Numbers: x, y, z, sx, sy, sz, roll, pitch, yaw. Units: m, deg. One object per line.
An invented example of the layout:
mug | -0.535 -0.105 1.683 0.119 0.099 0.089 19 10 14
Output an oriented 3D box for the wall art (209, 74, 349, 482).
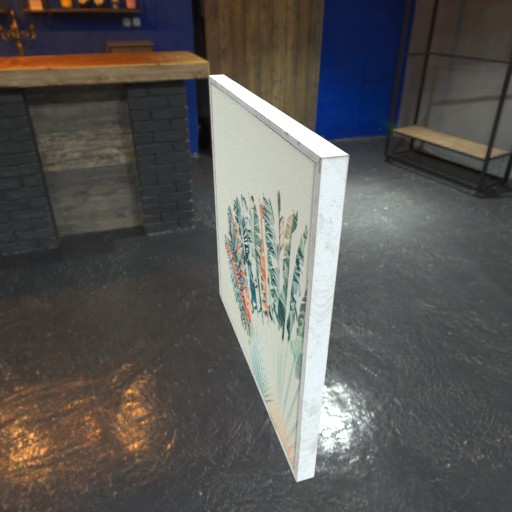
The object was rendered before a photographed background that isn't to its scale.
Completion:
wall art | 0.000 0.000 0.756 0.029 0.506 0.508 -9 32 -15
